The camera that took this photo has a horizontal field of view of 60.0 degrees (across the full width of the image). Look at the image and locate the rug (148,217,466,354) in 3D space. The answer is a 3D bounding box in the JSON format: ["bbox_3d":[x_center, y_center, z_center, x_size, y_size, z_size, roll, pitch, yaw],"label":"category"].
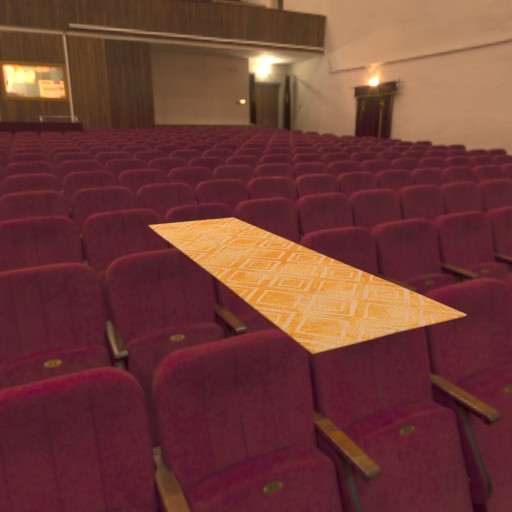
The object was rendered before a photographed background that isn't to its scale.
[{"bbox_3d":[0.000,0.000,2.745,0.775,0.010,2.438,-8,17,-25],"label":"rug"}]
